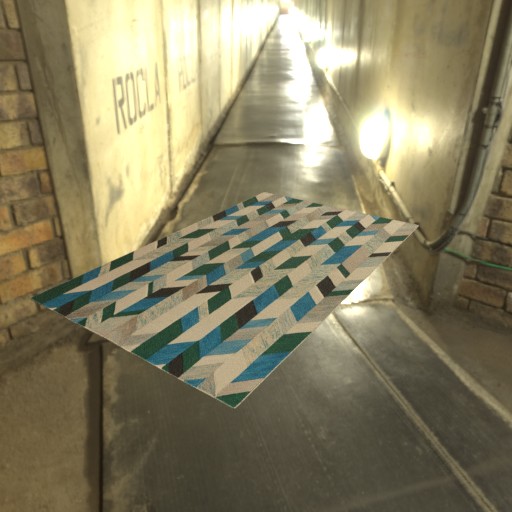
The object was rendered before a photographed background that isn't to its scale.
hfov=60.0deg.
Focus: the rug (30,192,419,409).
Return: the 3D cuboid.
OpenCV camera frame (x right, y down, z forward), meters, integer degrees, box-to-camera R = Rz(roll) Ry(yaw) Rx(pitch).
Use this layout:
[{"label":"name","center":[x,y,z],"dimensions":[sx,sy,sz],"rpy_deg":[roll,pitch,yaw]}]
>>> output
[{"label":"rug","center":[0.000,0.000,3.073],"dimensions":[1.507,0.007,2.433],"rpy_deg":[17,31,31]}]
